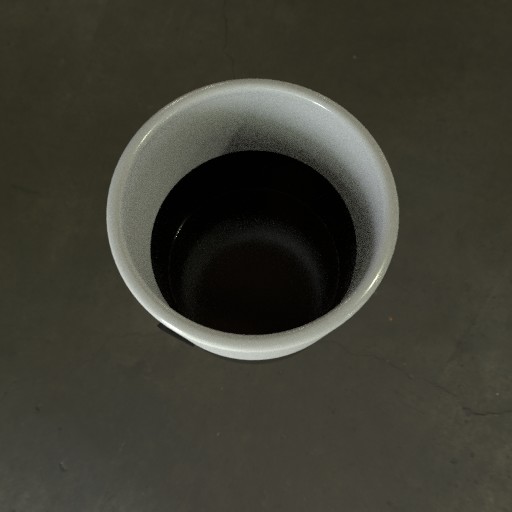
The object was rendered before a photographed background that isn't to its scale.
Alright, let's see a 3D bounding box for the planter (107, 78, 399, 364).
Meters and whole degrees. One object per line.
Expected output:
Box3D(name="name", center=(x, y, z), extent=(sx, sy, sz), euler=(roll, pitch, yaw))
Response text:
Box3D(name="planter", center=(0.000, 0.000, 0.659), extent=(0.310, 0.432, 0.310), euler=(2, 74, 0))
